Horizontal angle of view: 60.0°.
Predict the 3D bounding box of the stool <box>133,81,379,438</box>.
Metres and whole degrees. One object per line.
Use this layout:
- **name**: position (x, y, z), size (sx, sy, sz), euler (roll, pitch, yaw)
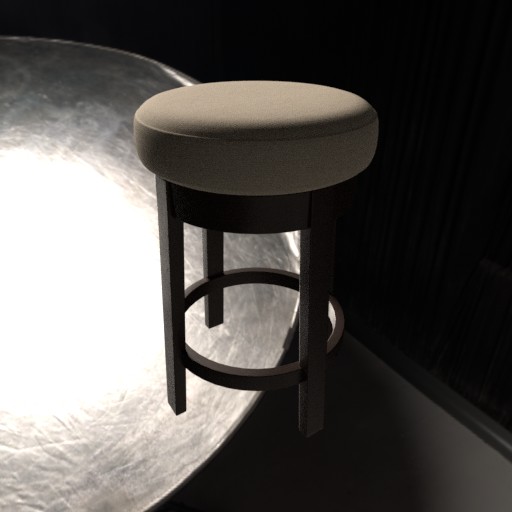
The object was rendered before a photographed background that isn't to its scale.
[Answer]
- **stool**: position (0.000, 0.000, 0.934), size (0.449, 0.655, 0.449), euler (0, 30, 0)
